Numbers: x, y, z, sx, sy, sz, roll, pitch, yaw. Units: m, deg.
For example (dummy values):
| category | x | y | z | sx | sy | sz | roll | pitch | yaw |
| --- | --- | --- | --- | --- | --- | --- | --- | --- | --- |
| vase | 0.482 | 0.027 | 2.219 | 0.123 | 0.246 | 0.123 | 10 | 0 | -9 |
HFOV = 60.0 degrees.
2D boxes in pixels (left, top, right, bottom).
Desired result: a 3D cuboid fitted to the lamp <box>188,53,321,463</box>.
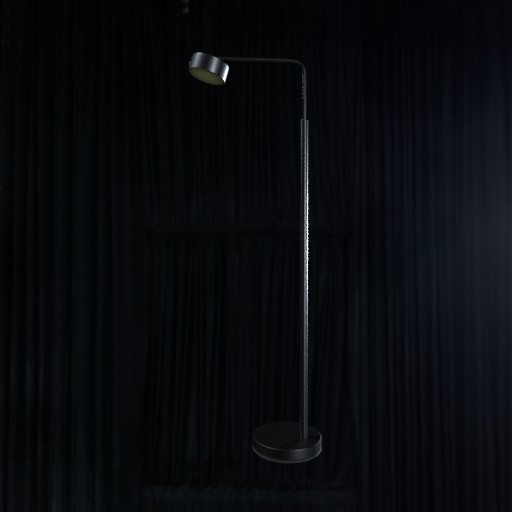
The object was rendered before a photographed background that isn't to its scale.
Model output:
| category | x | y | z | sx | sy | sz | roll | pitch | yaw |
| --- | --- | --- | --- | --- | --- | --- | --- | --- | --- |
| lamp | 0.000 | 0.000 | 1.412 | 0.418 | 1.230 | 0.219 | 0 | 1 | -2 |
